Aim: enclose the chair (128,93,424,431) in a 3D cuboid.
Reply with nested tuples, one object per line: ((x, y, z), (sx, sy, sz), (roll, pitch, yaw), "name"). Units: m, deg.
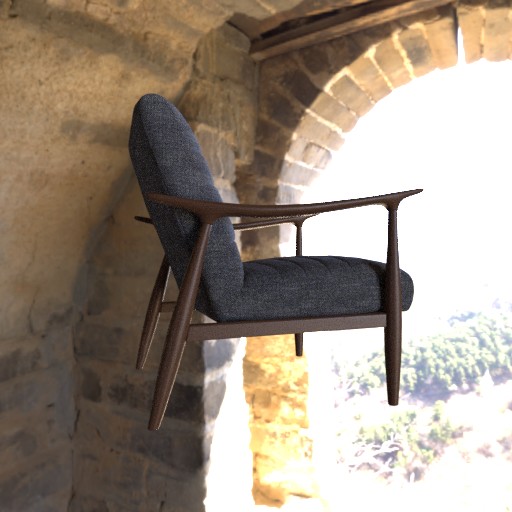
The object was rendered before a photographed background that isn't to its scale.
((0.000, 0.000, 1.460), (0.798, 0.832, 0.741), (0, 0, -18), "chair")
